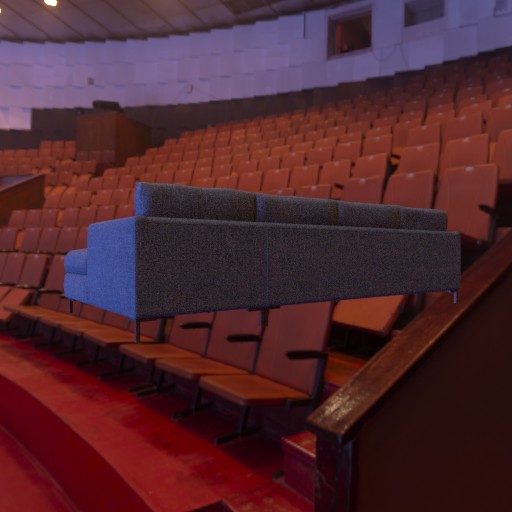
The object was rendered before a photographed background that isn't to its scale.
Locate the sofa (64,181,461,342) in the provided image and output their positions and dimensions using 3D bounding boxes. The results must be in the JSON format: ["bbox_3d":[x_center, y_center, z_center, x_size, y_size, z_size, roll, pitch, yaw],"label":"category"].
[{"bbox_3d":[0.000,0.000,3.498,2.737,0.753,1.879,0,1,-36],"label":"sofa"}]
